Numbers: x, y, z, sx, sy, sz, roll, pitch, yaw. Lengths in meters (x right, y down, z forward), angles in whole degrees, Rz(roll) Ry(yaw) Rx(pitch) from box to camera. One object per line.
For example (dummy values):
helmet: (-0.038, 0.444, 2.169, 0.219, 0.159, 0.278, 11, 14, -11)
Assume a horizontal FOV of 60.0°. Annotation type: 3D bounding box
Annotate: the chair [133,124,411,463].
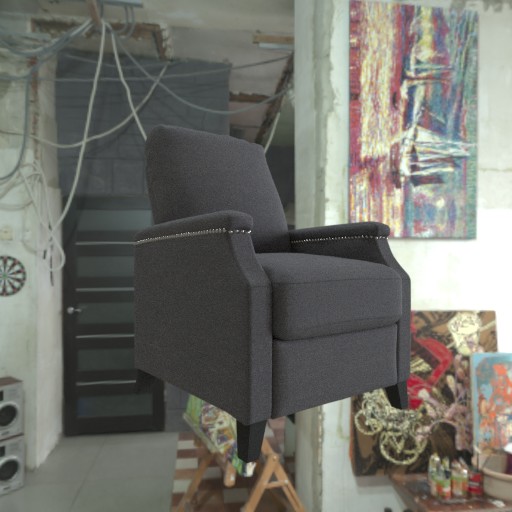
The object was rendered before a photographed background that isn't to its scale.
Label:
chair: (0.000, 0.000, 1.650, 0.710, 1.049, 0.922, 0, 0, -37)
